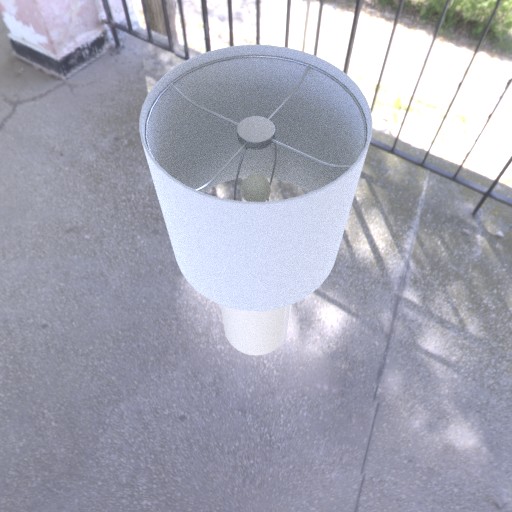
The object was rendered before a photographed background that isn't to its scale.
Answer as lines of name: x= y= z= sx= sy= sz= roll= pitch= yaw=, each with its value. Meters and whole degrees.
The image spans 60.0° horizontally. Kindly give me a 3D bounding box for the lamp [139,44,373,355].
lamp: x=0.000 y=0.000 z=0.614 sx=0.212 sy=0.493 sz=0.212 roll=29 pitch=62 yaw=17
